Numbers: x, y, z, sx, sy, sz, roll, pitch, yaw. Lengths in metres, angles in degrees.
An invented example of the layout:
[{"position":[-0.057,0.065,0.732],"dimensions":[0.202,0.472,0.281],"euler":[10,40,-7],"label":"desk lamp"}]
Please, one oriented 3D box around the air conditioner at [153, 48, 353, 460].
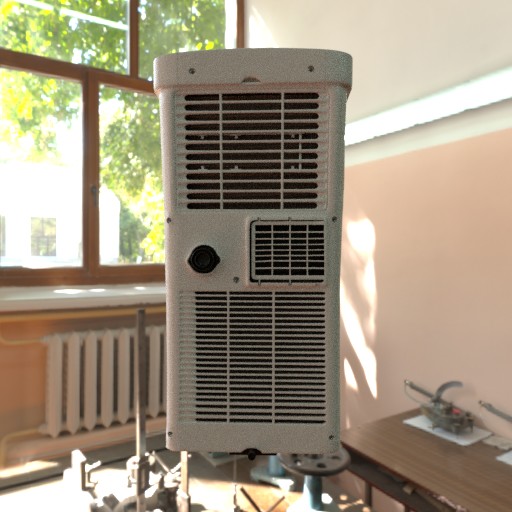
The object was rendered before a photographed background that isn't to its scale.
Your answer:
[{"position":[0.000,0.000,0.932],"dimensions":[0.352,0.716,0.369],"euler":[0,0,3],"label":"air conditioner"}]
